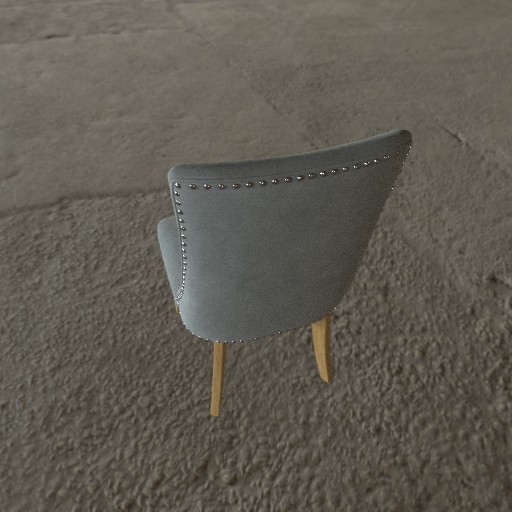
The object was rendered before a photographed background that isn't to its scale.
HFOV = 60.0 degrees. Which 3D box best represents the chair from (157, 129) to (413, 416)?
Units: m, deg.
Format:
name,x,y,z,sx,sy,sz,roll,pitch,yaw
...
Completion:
name,x,y,z,sx,sy,sz,roll,pitch,yaw
chair,0.000,0.000,1.256,0.495,0.902,0.610,-12,42,-14
